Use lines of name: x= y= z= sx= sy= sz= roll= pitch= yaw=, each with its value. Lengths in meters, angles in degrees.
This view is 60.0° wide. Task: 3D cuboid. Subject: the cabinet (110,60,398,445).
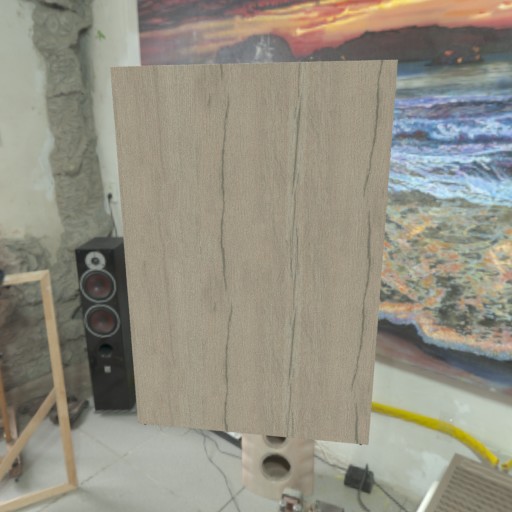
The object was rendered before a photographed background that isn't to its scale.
cabinet: x=0.000 y=0.000 z=2.674 sx=1.400 sy=2.070 sz=0.580 roll=2 pitch=15 yaw=8
